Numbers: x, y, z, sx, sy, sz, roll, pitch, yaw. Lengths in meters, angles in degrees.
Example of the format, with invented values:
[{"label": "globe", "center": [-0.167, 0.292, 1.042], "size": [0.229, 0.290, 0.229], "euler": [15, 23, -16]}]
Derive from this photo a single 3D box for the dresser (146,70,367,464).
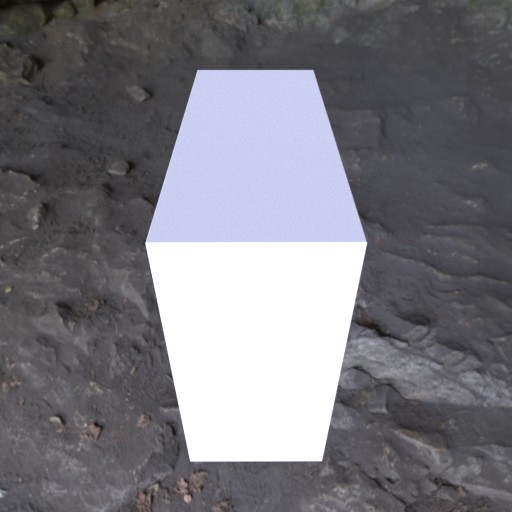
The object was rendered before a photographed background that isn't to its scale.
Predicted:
[{"label": "dresser", "center": [0.000, 0.000, 1.658], "size": [0.460, 1.000, 1.100], "euler": [0, 40, 0]}]
